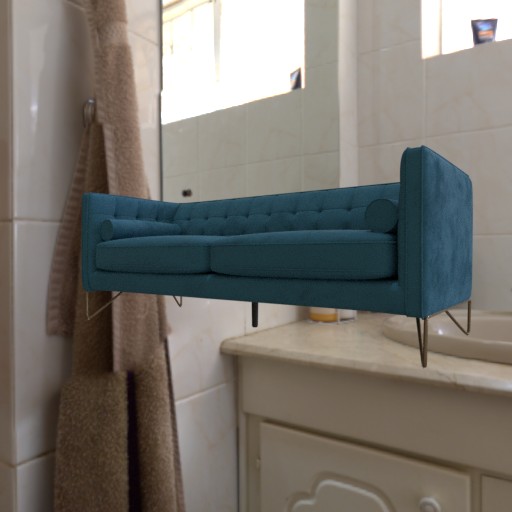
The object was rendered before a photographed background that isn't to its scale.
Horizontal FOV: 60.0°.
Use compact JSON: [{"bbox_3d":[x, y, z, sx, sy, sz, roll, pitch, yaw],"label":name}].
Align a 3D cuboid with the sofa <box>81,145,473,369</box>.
[{"bbox_3d":[0.000,0.000,2.459,2.087,0.789,0.867,0,0,36],"label":"sofa"}]
